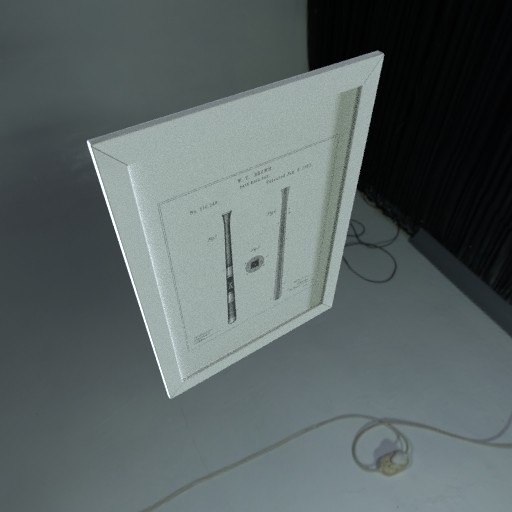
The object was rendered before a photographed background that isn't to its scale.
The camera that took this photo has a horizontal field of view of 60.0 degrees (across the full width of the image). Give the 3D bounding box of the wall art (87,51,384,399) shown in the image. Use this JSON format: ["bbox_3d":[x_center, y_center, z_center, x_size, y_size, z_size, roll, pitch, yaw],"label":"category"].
[{"bbox_3d":[0.000,0.000,0.677,0.374,0.529,0.012,-26,52,-22],"label":"wall art"}]
